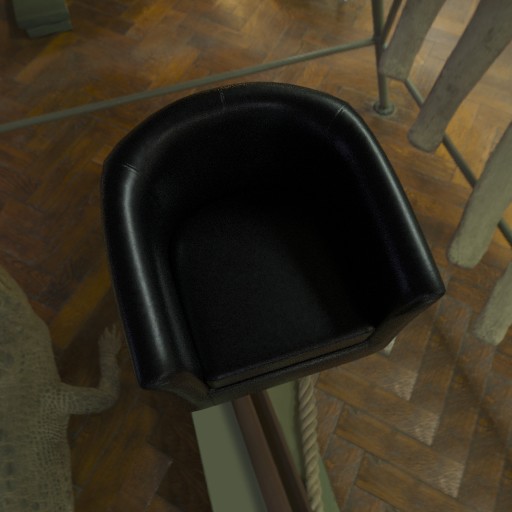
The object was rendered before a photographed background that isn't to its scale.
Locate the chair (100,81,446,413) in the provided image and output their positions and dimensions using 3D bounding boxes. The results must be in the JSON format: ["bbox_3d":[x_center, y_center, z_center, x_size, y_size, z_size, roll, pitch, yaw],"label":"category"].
[{"bbox_3d":[0.000,0.000,1.400,0.793,0.756,0.727,-16,64,-8],"label":"chair"}]
